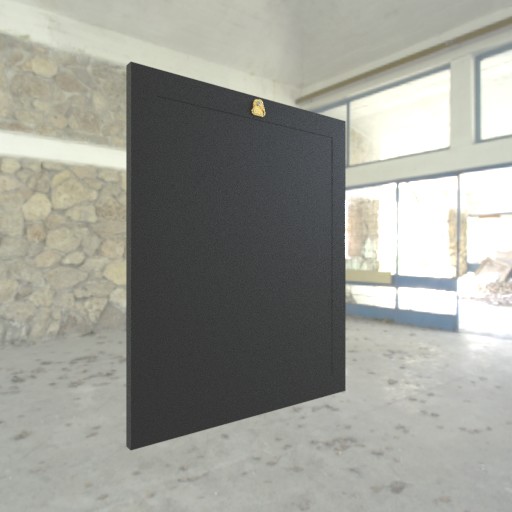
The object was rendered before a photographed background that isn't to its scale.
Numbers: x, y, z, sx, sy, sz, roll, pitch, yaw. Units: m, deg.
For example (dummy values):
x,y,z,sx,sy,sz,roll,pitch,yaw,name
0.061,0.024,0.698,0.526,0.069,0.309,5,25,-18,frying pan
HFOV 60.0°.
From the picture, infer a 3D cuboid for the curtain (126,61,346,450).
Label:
x,y,z,sx,sy,sz,roll,pitch,yaw,name
0.000,0.000,0.818,0.483,0.585,0.027,0,0,-38,curtain
